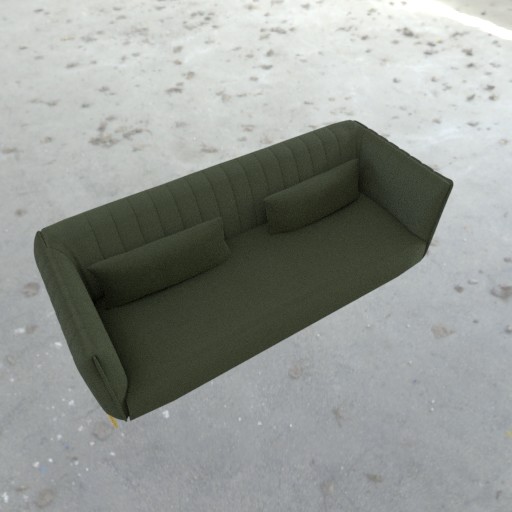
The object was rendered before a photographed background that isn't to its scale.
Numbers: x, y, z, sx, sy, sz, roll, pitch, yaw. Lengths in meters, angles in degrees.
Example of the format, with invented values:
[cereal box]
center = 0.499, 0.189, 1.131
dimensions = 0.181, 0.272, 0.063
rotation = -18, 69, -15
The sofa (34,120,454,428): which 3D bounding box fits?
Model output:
[sofa]
center = 0.000, 0.000, 2.549
dimensions = 2.137, 0.793, 0.896
rotation = -25, 51, -22
